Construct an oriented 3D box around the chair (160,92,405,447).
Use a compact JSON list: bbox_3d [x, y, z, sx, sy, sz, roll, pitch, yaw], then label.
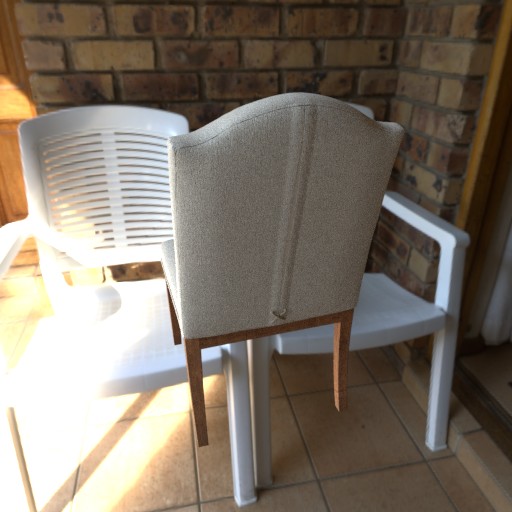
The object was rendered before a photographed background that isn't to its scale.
[{"bbox_3d":[0.000,0.000,1.364,0.534,1.012,0.648,-8,28,-15],"label":"chair"}]
